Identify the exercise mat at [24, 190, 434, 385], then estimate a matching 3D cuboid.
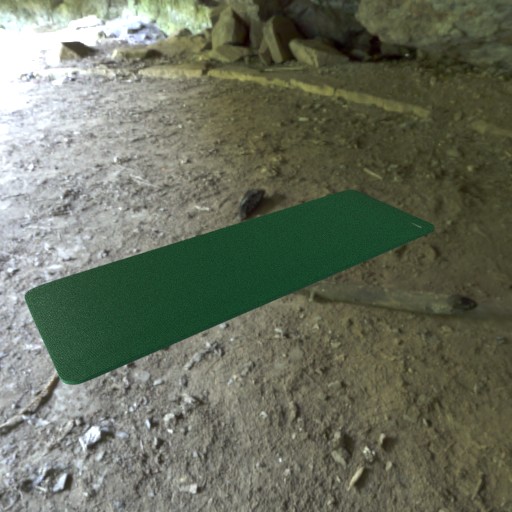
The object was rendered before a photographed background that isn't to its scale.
[{"bbox_3d":[0.000,0.000,2.025,1.869,0.021,0.616,-20,36,-29],"label":"exercise mat"}]
